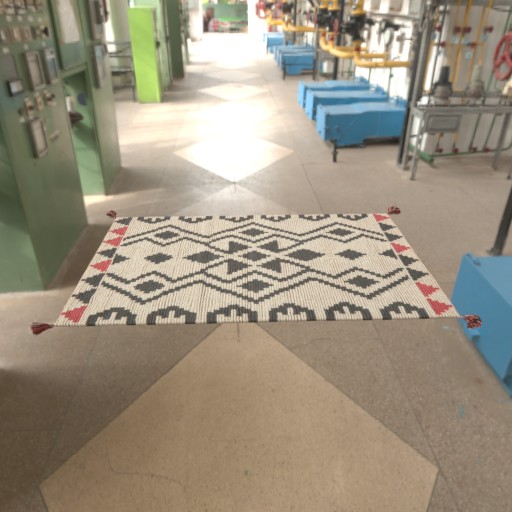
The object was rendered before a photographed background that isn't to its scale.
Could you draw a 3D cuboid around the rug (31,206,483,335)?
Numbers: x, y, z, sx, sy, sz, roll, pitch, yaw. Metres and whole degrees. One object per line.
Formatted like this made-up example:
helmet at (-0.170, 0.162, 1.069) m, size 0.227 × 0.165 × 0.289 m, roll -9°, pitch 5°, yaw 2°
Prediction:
rug at (0.000, 0.000, 3.291) m, size 2.672 × 0.066 × 1.741 m, roll -1°, pitch 29°, yaw -2°
